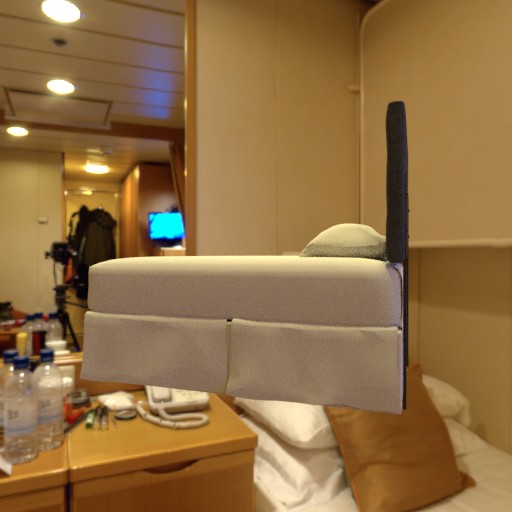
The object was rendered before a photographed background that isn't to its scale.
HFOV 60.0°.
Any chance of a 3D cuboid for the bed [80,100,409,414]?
[{"bbox_3d":[0.000,0.000,3.066,1.997,1.571,1.261,0,0,20],"label":"bed"}]
